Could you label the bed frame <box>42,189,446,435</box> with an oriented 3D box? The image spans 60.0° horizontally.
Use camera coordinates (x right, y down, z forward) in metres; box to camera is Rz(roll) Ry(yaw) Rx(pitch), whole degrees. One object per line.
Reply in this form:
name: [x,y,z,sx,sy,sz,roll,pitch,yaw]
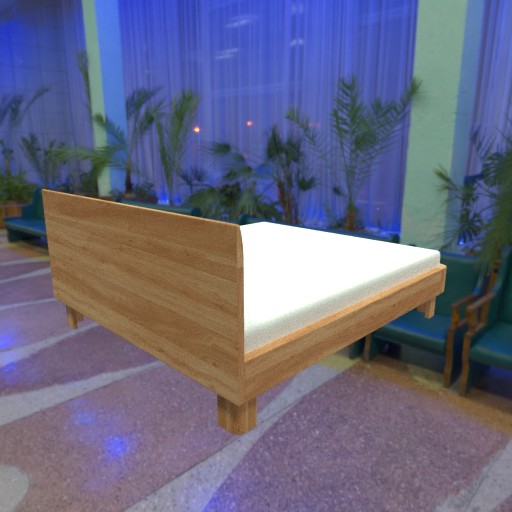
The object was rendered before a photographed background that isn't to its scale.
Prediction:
bed frame: [0.000,0.000,3.091,1.872,0.940,2.092,14,20,43]
